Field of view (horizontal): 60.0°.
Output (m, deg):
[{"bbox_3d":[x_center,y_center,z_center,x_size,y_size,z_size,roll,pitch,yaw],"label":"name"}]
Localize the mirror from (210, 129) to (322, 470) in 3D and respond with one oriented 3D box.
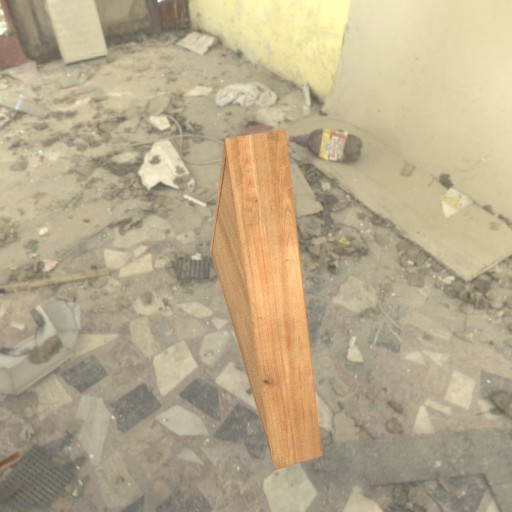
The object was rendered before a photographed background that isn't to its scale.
[{"bbox_3d":[0.000,0.000,0.890,0.100,0.548,0.631,-11,47,-11],"label":"mirror"}]
